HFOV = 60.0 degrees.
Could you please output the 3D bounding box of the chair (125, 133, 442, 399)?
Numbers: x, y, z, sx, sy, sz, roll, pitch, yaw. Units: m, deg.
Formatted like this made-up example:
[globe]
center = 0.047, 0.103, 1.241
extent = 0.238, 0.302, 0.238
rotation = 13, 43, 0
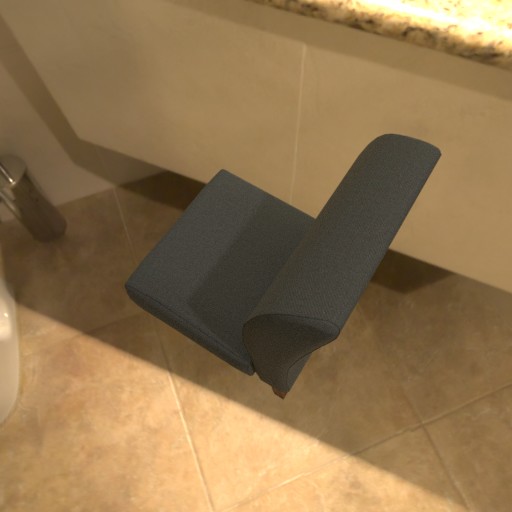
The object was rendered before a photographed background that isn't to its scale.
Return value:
[chair]
center = 0.000, 0.000, 1.193
extent = 0.592, 0.804, 0.513
rotation = 28, 66, 14
